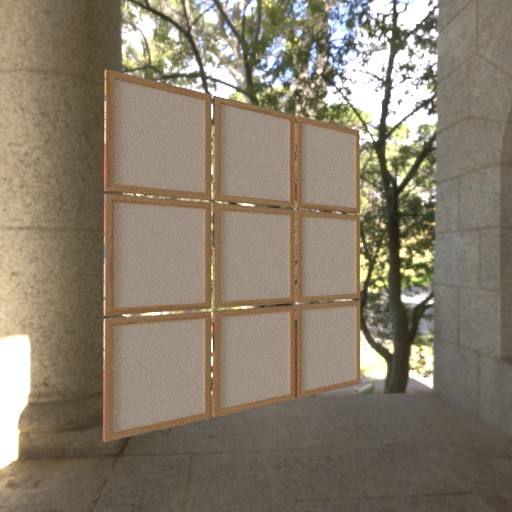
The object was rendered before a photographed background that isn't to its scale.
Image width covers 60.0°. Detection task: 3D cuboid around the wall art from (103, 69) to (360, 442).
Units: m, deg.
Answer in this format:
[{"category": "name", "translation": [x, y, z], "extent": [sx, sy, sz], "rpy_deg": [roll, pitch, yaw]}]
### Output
[{"category": "wall art", "translation": [0.000, 0.000, 1.346], "extent": [0.904, 0.913, 0.013], "rpy_deg": [0, -1, -35]}]
